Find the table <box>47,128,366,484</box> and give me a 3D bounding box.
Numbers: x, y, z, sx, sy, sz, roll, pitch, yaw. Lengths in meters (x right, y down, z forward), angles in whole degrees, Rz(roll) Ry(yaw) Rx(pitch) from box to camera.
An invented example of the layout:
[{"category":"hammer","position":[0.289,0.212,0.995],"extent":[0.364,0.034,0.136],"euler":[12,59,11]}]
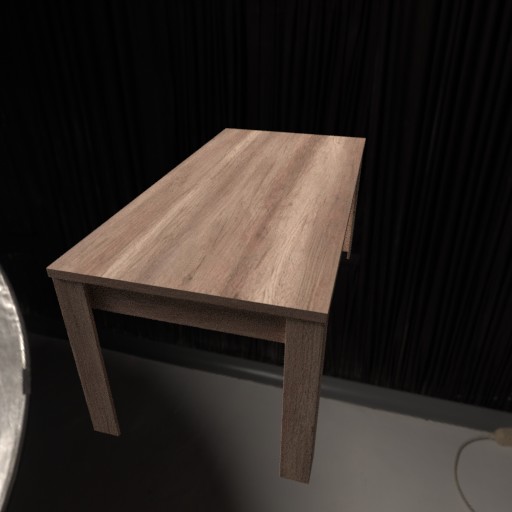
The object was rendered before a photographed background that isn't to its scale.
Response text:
[{"category":"table","position":[0.000,0.000,2.265],"extent":[0.900,0.790,1.800],"euler":[8,31,13]}]
